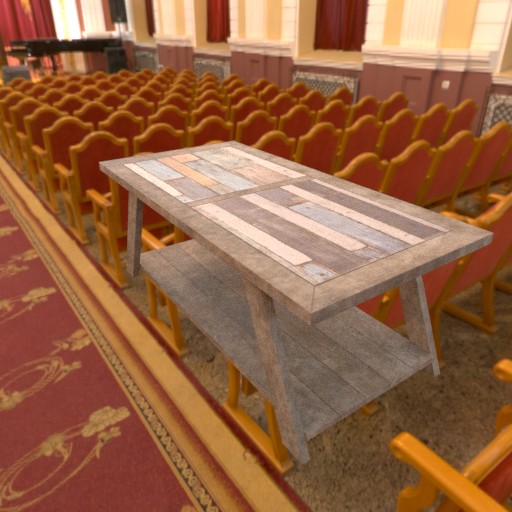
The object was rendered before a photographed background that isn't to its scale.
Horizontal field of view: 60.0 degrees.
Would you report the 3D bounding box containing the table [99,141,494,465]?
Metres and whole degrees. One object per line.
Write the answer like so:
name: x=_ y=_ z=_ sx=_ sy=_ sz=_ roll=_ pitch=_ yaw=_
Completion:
table: x=0.000 y=0.000 z=1.512 sx=0.610 sy=0.470 sz=1.219 roll=-18 pitch=33 yaw=-31
